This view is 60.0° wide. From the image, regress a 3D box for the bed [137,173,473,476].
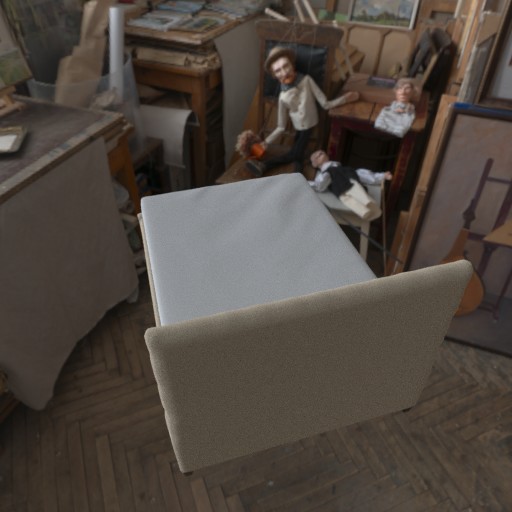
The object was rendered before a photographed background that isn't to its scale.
[{"bbox_3d":[0.000,0.000,3.403,1.698,1.427,2.387,-11,43,-12],"label":"bed"}]
